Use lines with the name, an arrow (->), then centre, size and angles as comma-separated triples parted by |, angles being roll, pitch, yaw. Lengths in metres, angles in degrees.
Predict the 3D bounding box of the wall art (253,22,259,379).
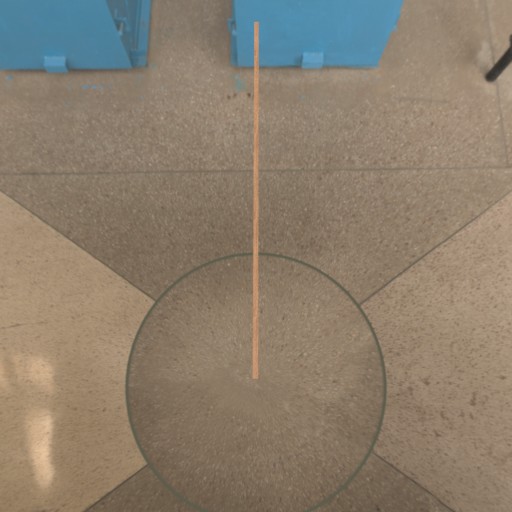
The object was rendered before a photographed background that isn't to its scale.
wall art -> 0.000, 0.000, 1.910 | 0.019, 1.527, 1.019 | 0, 75, 0
